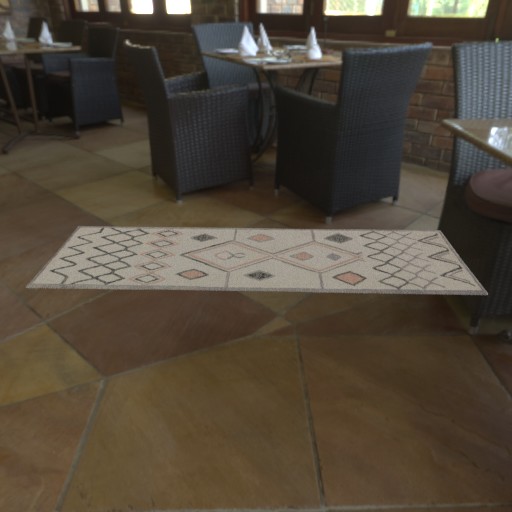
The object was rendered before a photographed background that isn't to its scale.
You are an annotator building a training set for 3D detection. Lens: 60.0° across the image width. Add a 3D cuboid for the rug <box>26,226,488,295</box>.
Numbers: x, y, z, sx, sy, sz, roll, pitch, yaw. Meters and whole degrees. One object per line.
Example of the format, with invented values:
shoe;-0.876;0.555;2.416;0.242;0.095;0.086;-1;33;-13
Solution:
rug;0.000;0.000;2.655;2.435;0.011;0.750;1;29;1
